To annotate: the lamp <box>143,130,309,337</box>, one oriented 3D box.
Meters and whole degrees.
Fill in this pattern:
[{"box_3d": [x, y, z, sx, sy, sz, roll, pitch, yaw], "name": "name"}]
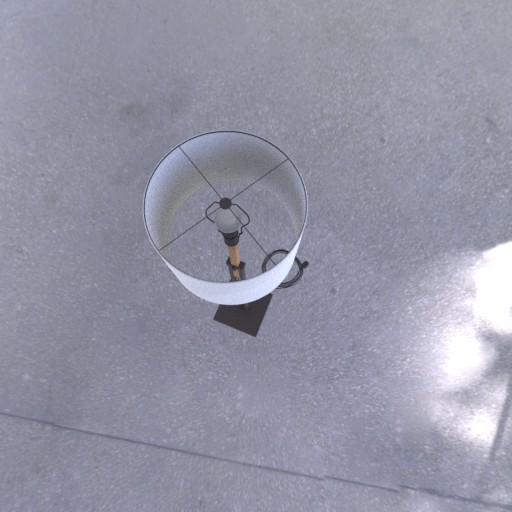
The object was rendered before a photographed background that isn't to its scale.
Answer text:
[{"box_3d": [0.000, 0.000, 1.907, 0.474, 1.650, 0.639, 21, 75, 6], "name": "lamp"}]
